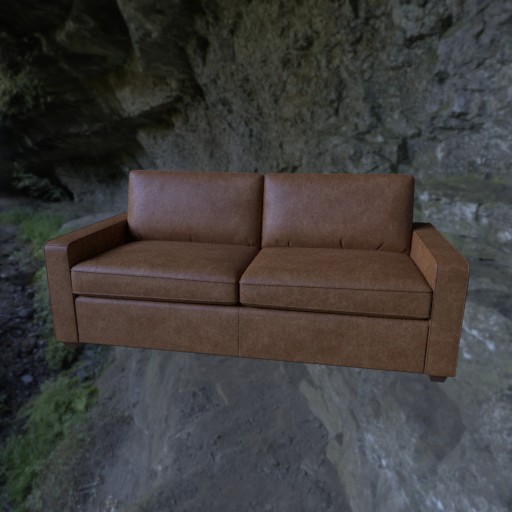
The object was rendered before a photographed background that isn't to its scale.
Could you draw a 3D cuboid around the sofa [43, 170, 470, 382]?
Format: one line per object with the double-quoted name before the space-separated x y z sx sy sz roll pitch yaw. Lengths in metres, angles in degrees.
"sofa" 0.000 0.000 2.615 2.156 0.928 0.991 3 16 10
